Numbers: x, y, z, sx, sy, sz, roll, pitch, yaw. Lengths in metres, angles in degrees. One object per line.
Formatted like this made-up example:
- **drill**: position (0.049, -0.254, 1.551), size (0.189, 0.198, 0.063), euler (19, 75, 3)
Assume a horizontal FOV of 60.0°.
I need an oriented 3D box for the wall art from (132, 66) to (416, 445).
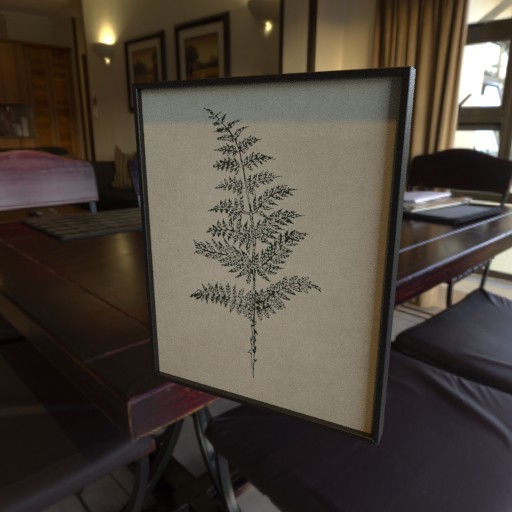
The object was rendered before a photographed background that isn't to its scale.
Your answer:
- **wall art**: position (0.000, 0.000, 0.737), size (0.449, 0.555, 0.039), euler (8, 18, 26)
